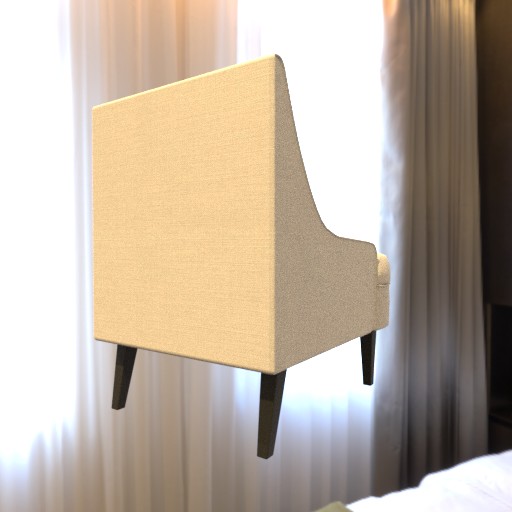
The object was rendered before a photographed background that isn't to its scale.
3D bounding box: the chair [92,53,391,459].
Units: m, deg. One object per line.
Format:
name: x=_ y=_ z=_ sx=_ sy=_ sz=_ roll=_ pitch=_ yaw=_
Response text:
chair: x=0.000 y=0.000 z=1.422 sx=0.658 sy=0.891 sz=0.772 roll=1 pitch=1 yaw=35
